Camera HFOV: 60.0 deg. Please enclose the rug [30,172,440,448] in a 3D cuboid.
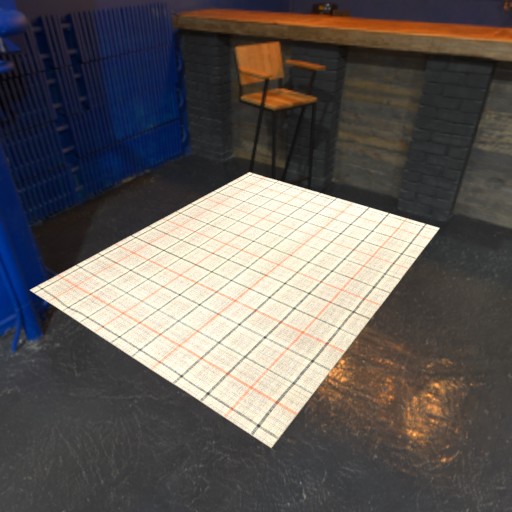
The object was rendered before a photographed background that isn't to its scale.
[{"bbox_3d":[0.000,0.000,4.116,2.444,0.012,3.048,22,40,29],"label":"rug"}]
